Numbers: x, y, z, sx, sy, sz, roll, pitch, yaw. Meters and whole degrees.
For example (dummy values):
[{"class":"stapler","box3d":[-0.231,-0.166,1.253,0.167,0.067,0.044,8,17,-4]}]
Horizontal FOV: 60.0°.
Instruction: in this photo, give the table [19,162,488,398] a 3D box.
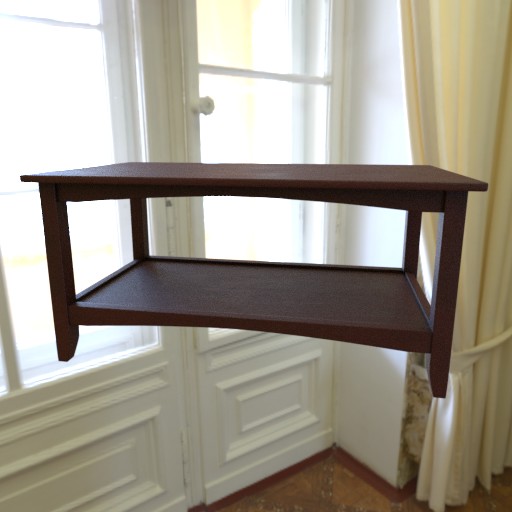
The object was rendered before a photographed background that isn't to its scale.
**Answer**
[{"class":"table","box3d":[0.000,0.000,1.184,0.943,0.456,0.533,3,15,10]}]
